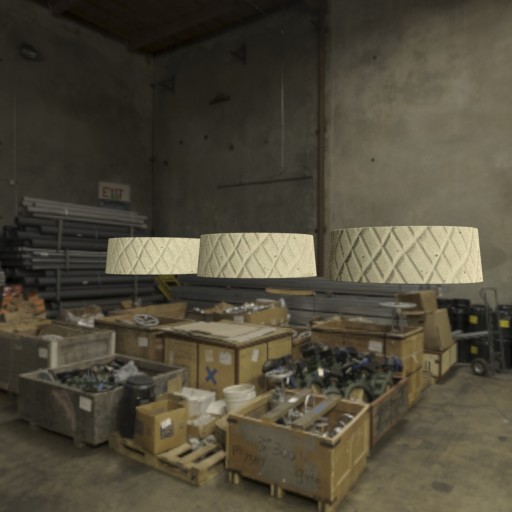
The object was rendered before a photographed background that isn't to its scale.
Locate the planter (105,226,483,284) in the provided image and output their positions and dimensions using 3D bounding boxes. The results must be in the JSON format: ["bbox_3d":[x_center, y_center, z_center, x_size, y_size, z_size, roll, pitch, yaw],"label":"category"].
[{"bbox_3d":[0.000,0.000,0.424,0.390,0.038,0.114,0,0,36],"label":"planter"}]
